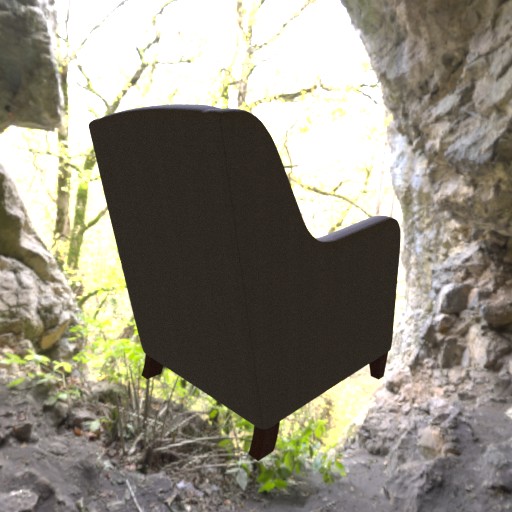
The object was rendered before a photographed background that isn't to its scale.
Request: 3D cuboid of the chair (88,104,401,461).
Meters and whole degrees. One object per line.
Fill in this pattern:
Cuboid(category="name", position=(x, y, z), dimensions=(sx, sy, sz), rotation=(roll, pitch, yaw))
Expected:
Cuboid(category="chair", position=(0.000, 0.000, 1.635), dimensions=(0.890, 1.017, 0.715), rotation=(-13, 20, -42))
